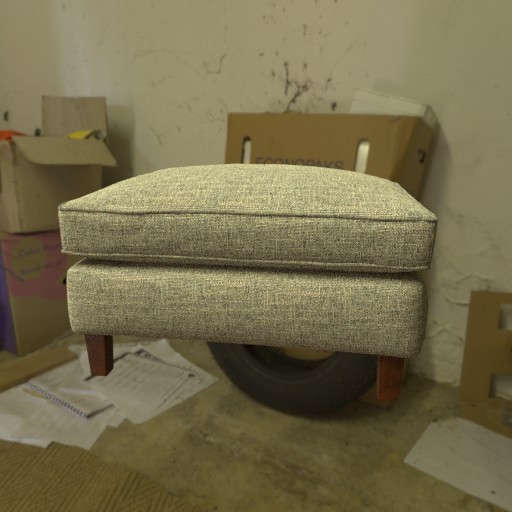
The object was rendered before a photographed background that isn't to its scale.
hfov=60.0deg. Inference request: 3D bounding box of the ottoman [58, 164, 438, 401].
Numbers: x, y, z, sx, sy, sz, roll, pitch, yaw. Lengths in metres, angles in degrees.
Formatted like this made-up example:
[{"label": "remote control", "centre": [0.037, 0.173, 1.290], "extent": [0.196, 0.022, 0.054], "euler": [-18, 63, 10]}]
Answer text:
[{"label": "ottoman", "centre": [0.000, 0.000, 1.011], "extent": [0.686, 0.406, 0.508], "euler": [2, 17, 8]}]
